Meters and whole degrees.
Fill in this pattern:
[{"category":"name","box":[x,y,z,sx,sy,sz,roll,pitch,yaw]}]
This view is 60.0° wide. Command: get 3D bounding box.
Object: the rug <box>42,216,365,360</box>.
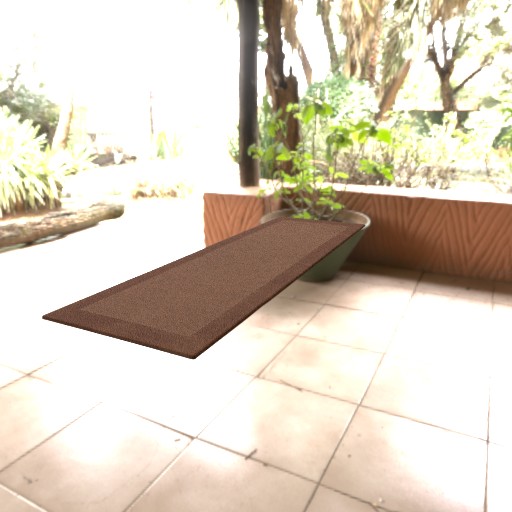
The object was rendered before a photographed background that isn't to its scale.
[{"category":"rug","box":[0.000,0.000,2.709,0.764,0.017,2.439,8,18,26]}]
